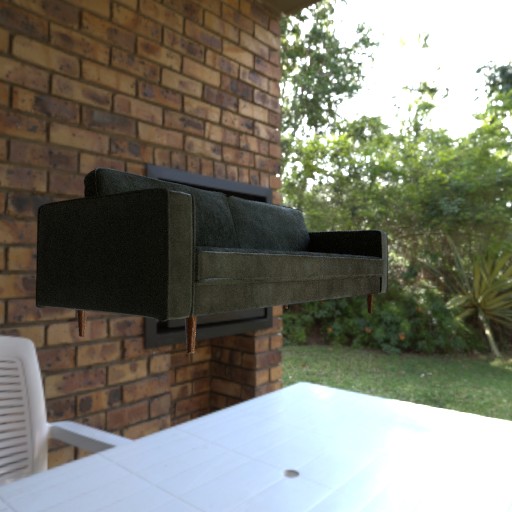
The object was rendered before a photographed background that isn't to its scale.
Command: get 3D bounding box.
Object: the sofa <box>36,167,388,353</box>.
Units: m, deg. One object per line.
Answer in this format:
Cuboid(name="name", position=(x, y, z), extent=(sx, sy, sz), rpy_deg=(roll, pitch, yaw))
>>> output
Cuboid(name="sofa", position=(0.000, 0.000, 2.610), extent=(0.886, 0.781, 2.214), rpy_deg=(-1, -2, 36))
